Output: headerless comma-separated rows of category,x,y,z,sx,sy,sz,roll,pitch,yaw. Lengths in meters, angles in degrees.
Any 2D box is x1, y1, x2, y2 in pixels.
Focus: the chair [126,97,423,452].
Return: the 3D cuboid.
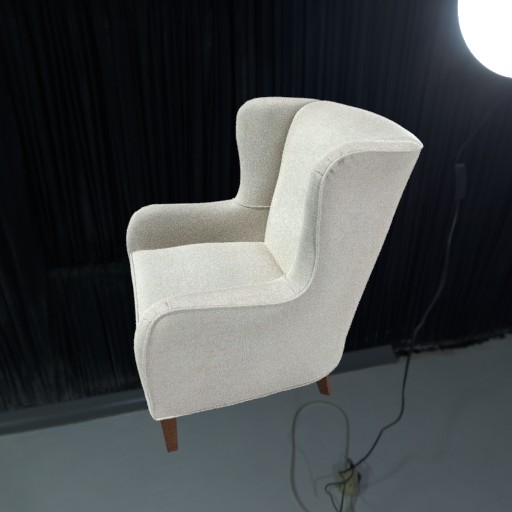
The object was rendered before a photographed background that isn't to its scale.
chair,0.000,0.000,1.716,0.966,1.040,0.838,-8,30,-14
